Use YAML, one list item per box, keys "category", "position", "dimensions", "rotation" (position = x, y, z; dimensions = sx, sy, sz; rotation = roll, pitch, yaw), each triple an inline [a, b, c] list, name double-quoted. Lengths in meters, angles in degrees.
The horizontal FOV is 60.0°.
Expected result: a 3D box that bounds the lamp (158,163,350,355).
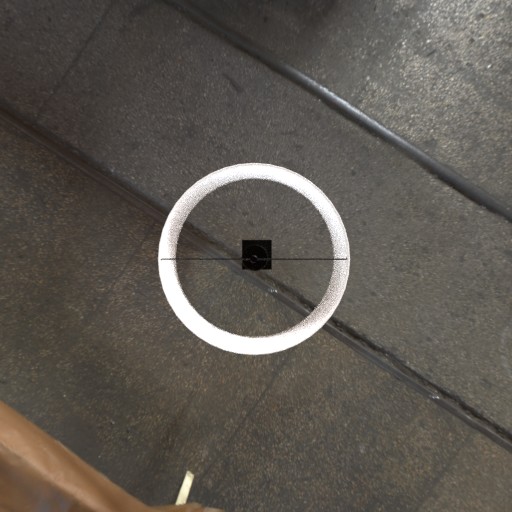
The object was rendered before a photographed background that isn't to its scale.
- category: "lamp"
  position: [0.000, 0.000, 1.693]
  dimensions: [0.420, 1.475, 0.420]
  rotation: [0, 91, 0]
